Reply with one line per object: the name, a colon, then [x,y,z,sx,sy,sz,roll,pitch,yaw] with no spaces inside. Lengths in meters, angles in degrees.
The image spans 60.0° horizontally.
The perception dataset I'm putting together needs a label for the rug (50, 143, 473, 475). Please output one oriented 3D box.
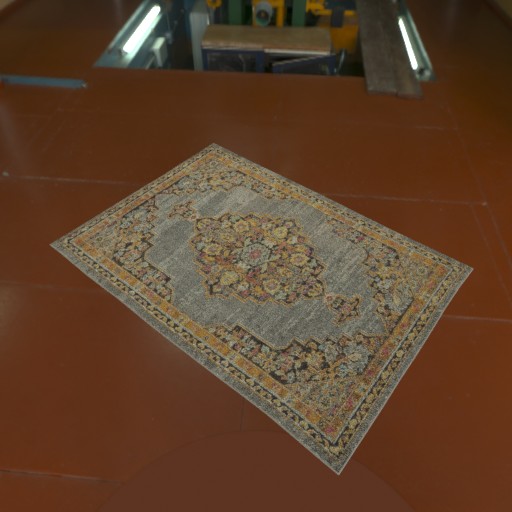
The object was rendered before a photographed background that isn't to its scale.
rug: [0.000,0.000,3.897,3.063,0.024,2.158,31,54,26]
